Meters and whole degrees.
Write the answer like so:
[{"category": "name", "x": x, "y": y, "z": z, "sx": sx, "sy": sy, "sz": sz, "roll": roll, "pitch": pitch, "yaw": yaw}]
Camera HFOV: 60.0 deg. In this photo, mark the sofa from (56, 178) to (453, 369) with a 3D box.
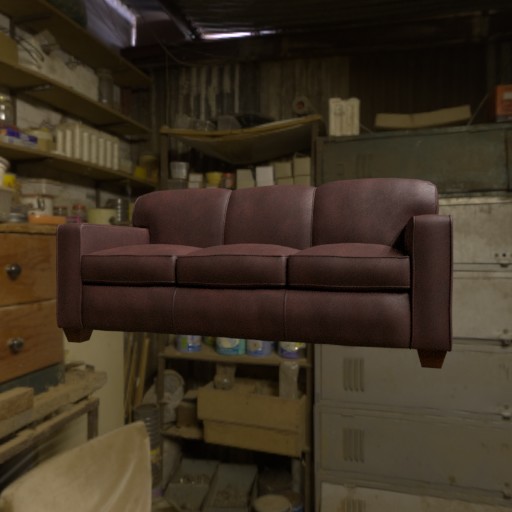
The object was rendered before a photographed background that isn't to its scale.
[{"category": "sofa", "x": 0.000, "y": 0.000, "z": 2.568, "sx": 2.039, "sy": 0.953, "sz": 1.008, "roll": 0, "pitch": 1, "yaw": 17}]
